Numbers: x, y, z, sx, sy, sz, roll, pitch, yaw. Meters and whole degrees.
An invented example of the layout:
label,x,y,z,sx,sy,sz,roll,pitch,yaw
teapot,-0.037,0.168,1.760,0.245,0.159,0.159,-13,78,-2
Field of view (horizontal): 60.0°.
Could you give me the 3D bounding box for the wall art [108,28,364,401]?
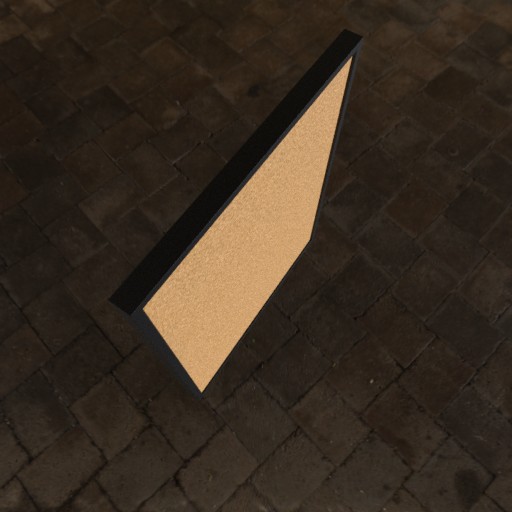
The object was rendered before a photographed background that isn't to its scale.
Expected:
label,x,y,z,sx,sy,sz,roll,pitch,yaw
wall art,0.000,0.000,0.748,0.029,0.559,0.457,31,68,14
